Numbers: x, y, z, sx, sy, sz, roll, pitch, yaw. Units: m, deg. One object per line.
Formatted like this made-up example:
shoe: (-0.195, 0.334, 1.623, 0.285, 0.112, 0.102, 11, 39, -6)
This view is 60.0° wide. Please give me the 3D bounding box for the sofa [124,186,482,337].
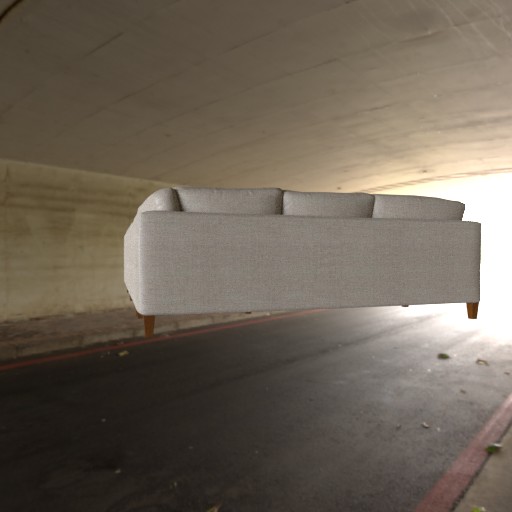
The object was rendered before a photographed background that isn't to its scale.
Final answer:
sofa: (0.000, 0.000, 4.628, 2.594, 0.961, 3.460, 0, 0, -18)
